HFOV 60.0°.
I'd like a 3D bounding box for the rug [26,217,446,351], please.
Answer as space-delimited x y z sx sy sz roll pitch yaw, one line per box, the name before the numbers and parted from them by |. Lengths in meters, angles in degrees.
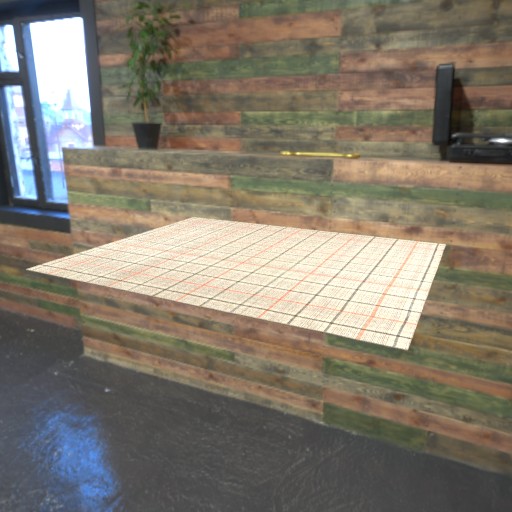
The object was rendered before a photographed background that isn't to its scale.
rug | 0.000 0.000 4.063 3.048 0.012 2.444 8 18 26
